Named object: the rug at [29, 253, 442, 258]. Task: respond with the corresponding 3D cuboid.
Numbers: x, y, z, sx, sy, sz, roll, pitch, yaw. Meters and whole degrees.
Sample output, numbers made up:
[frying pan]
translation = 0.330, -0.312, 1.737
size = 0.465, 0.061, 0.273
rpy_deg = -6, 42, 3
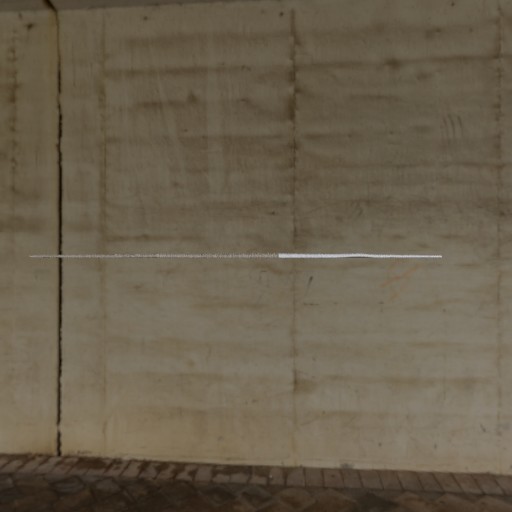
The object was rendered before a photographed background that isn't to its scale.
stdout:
[rug]
translation = 0.000, 0.000, 0.889
size = 0.548, 0.006, 0.639
rpy_deg = 0, 0, 37
